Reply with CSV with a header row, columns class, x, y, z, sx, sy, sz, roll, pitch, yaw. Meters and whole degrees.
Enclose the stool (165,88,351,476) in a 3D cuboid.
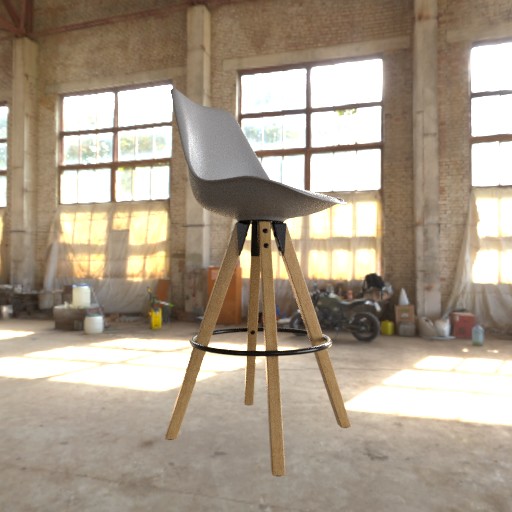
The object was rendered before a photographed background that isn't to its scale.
class,x,y,z,sx,sy,sz,roll,pitch,yaw
stool,0.000,0.000,1.425,0.550,1.115,0.485,-1,-1,36
